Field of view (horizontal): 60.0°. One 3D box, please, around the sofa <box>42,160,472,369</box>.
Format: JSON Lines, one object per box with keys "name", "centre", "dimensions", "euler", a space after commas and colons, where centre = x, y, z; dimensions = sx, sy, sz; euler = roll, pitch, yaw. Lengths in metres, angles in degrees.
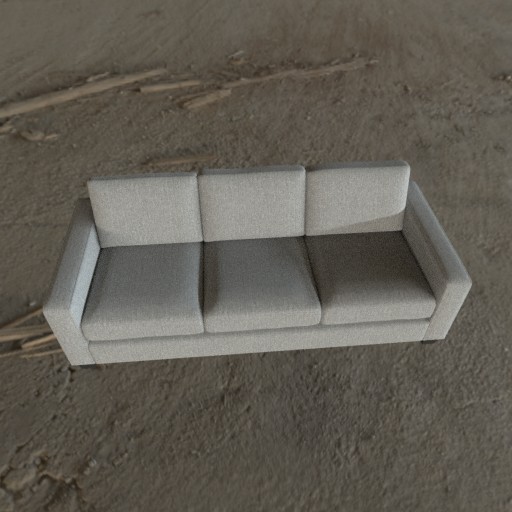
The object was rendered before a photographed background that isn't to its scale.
{"name": "sofa", "centre": [0.000, 0.000, 2.569], "dimensions": [2.120, 0.800, 0.900], "euler": [-3, 45, -3]}
